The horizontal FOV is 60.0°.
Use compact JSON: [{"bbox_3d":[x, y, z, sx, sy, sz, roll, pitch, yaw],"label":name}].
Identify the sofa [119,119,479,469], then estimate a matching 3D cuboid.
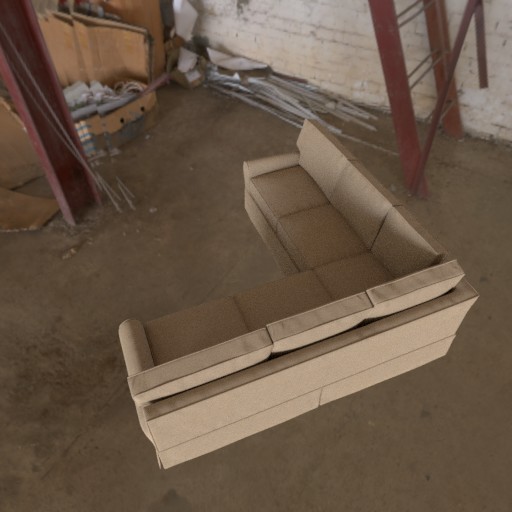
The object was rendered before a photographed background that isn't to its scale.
[{"bbox_3d":[0.000,0.000,4.223,2.733,1.124,2.730,-17,49,-15],"label":"sofa"}]
